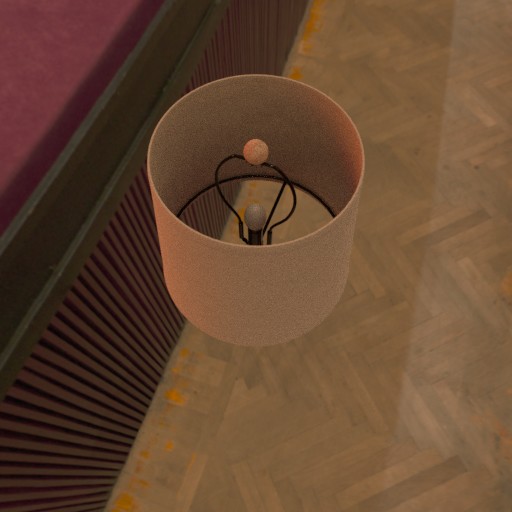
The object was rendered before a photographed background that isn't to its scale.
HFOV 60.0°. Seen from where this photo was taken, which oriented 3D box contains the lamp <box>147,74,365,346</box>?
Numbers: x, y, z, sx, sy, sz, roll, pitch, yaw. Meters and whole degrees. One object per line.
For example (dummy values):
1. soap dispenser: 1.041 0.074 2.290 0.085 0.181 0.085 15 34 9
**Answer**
1. lamp: 0.000 0.000 0.656 0.273 0.497 0.273 0 64 0
